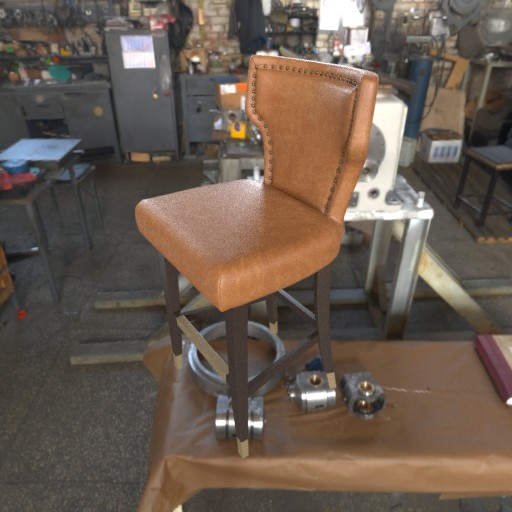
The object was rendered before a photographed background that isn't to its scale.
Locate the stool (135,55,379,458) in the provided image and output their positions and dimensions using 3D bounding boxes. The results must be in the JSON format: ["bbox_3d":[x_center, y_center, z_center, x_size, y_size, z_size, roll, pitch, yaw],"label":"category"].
[{"bbox_3d":[0.000,0.000,1.383,0.563,1.092,0.526,-19,36,-29],"label":"stool"}]
